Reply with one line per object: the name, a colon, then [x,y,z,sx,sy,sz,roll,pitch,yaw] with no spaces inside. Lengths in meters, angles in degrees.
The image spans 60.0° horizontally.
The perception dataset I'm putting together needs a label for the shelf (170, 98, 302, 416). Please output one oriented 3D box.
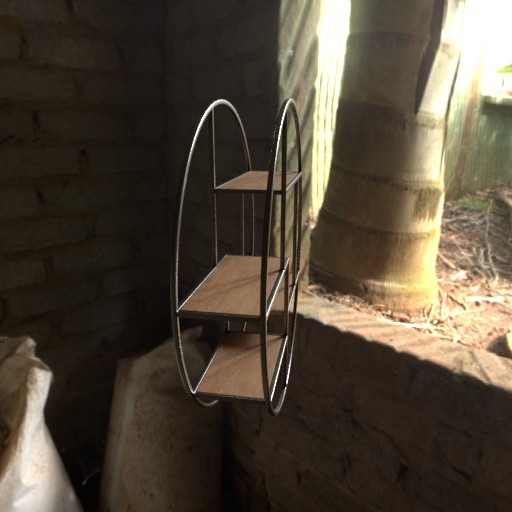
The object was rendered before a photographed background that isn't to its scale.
shelf: [0.000,0.000,1.329,0.202,0.888,0.888,3,16,10]
